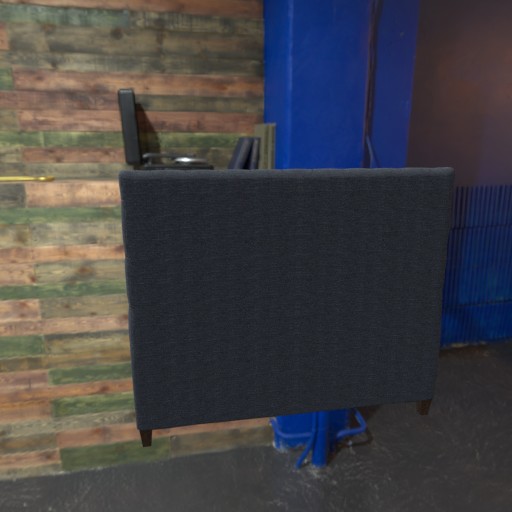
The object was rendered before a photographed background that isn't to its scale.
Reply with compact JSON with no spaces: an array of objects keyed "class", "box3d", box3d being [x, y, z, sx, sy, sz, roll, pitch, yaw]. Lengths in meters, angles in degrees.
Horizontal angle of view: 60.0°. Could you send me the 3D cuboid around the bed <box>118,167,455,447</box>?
[{"class":"bed","box3d":[0.000,0.000,3.409,1.698,1.427,2.387,-2,14,-10]}]
